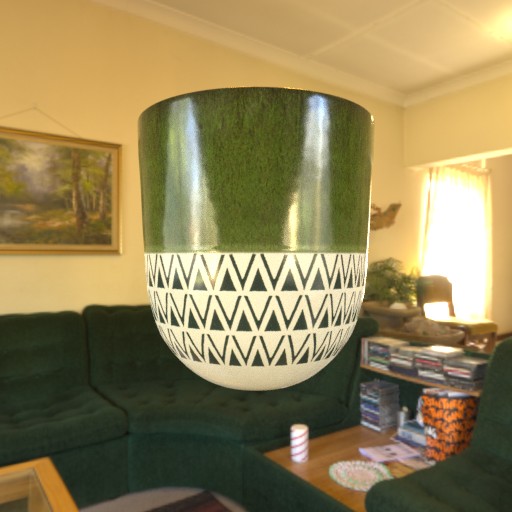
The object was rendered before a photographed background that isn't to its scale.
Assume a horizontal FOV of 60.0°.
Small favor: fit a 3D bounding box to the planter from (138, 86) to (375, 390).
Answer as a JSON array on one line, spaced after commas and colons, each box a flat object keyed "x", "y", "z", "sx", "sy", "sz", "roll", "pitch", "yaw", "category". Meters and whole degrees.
[{"x": 0.000, "y": 0.000, "z": 0.474, "sx": 0.245, "sy": 0.270, "sz": 0.245, "roll": 0, "pitch": 0, "yaw": 0, "category": "planter"}]
